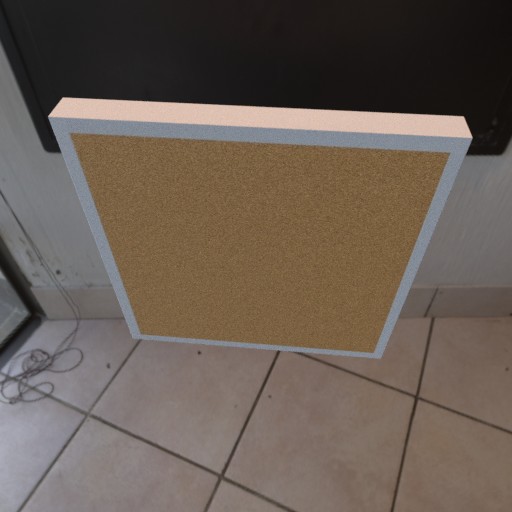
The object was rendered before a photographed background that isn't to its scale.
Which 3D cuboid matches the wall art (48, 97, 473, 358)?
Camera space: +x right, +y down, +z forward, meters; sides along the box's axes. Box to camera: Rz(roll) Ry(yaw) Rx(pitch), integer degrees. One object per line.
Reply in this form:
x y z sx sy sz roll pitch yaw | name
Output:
0.000 0.000 0.585 0.406 0.406 0.038 4 48 4 | wall art
